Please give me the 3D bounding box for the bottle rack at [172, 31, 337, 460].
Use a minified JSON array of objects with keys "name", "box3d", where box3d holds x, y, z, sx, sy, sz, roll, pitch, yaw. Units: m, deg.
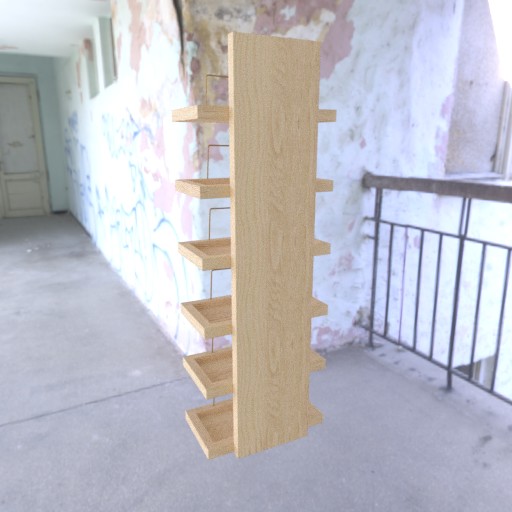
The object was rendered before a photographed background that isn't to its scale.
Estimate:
[{"name":"bottle rack","box3d":[0.000,0.000,1.084,0.330,0.943,0.206,-7,16,-25]}]
